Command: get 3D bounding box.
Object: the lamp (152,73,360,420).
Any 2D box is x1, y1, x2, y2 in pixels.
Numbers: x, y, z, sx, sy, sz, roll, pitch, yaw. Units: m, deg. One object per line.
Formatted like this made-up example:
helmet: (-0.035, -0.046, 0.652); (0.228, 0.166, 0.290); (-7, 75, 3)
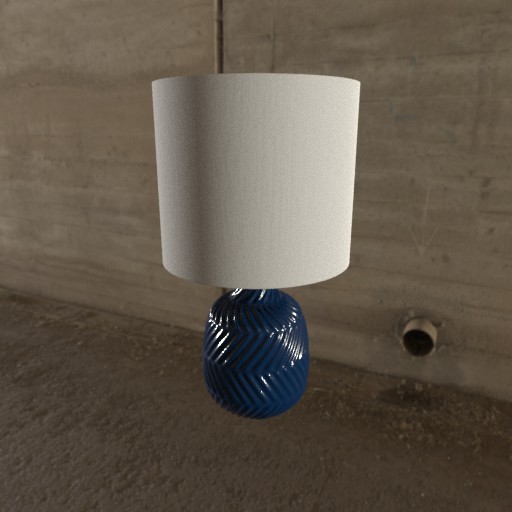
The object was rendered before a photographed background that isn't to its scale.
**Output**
lamp: (0.000, 0.000, 0.492); (0.203, 0.368, 0.203); (-2, 16, -7)
